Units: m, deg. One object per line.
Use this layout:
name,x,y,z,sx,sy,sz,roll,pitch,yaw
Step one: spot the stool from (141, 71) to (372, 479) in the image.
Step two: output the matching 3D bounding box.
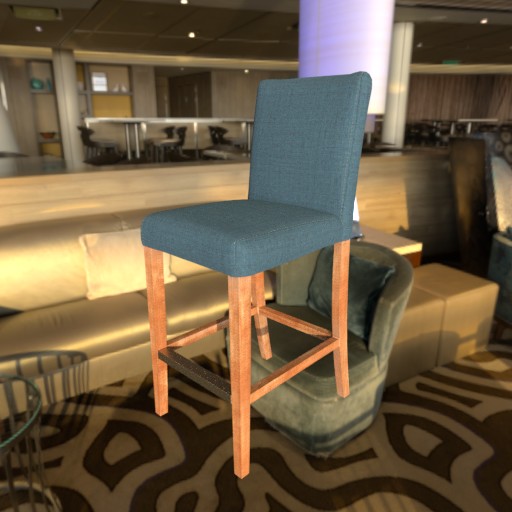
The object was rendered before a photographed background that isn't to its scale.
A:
stool,0.000,0.000,1.397,0.454,1.088,0.574,16,23,42
